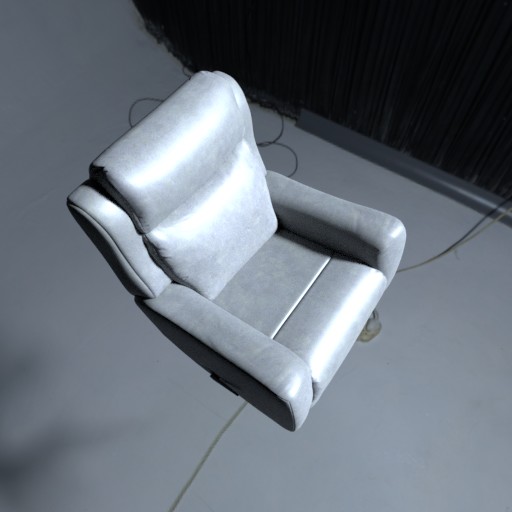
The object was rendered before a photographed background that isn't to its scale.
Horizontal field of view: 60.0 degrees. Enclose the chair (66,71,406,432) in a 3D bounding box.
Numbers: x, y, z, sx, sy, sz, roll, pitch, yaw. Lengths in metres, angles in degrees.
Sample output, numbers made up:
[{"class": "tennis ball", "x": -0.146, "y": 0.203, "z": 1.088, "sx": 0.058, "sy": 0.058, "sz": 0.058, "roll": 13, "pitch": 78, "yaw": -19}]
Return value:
[{"class": "chair", "x": 0.000, "y": 0.000, "z": 1.924, "sx": 1.068, "sy": 1.116, "sz": 0.967, "roll": 31, "pitch": 64, "yaw": 17}]
